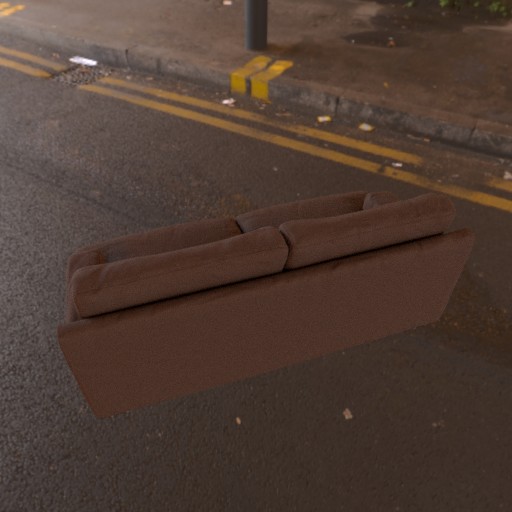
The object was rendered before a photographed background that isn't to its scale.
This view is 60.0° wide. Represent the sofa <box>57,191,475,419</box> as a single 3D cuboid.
[{"bbox_3d":[0.000,0.000,2.813,2.274,0.950,1.140,-13,44,-14],"label":"sofa"}]
